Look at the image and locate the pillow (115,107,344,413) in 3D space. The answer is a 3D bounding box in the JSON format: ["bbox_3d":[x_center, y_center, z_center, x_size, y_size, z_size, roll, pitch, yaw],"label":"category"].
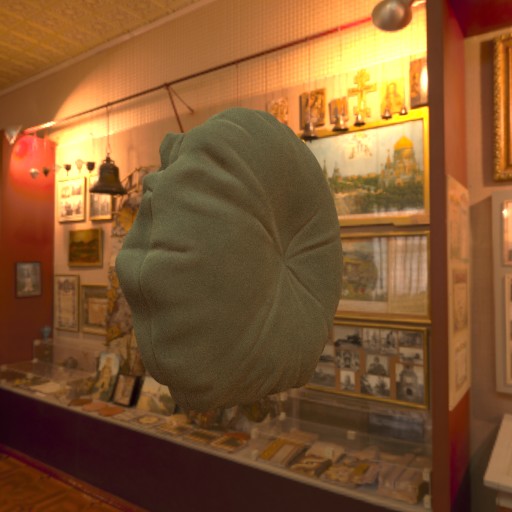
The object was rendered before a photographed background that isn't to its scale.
[{"bbox_3d":[0.000,0.000,0.642,0.148,0.407,0.428,-1,-2,37],"label":"pillow"}]
